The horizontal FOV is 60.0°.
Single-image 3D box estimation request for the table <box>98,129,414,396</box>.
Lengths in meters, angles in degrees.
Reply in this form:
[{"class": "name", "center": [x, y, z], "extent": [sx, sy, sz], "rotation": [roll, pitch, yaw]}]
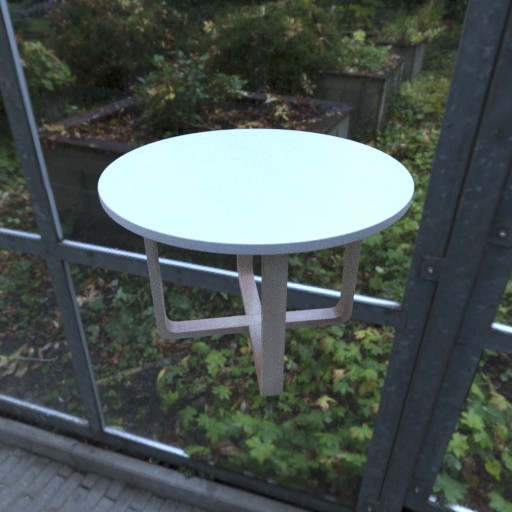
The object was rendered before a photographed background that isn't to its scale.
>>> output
[{"class": "table", "center": [0.000, 0.000, 0.981], "extent": [0.600, 0.400, 0.600], "rotation": [0, 31, 0]}]
